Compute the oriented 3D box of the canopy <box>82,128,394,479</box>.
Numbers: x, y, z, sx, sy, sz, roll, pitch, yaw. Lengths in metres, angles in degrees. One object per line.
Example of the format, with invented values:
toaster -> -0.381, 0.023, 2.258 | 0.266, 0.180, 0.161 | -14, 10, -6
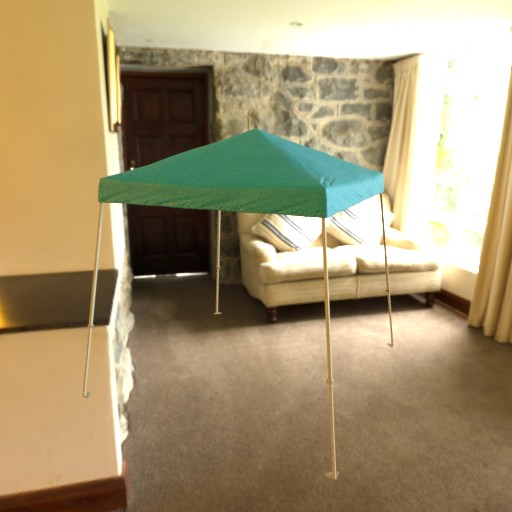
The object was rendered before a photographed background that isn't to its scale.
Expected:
canopy -> 0.000, 0.000, 5.151 | 2.849, 2.850, 2.850 | 7, 15, 25
